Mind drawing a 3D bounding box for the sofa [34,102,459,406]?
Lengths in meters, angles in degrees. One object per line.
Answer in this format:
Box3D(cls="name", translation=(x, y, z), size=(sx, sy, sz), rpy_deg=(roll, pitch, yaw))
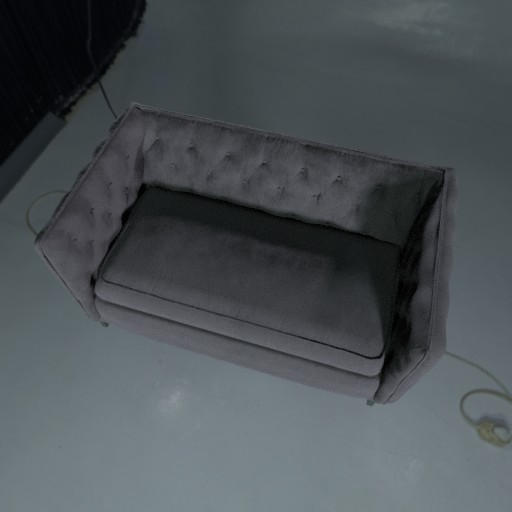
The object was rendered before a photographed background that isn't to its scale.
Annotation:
Box3D(cls="sofa", translation=(0.000, 0.000, 2.098), size=(1.583, 0.810, 0.909), rpy_deg=(14, 59, 9))
